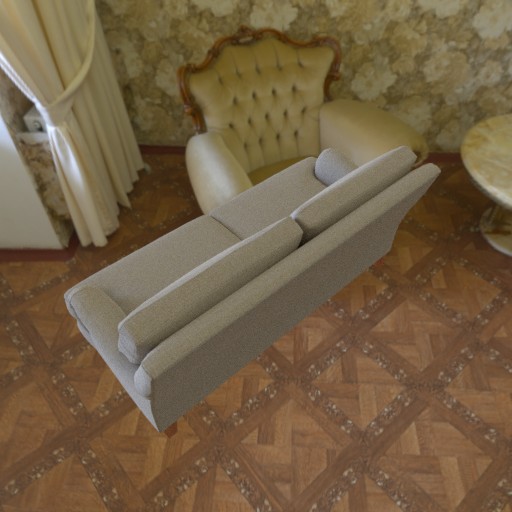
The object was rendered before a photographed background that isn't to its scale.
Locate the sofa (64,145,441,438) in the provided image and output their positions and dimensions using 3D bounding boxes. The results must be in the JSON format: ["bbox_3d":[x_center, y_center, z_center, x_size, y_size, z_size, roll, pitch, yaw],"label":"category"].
[{"bbox_3d":[0.000,0.000,2.813,2.160,1.054,1.087,-33,55,-28],"label":"sofa"}]
